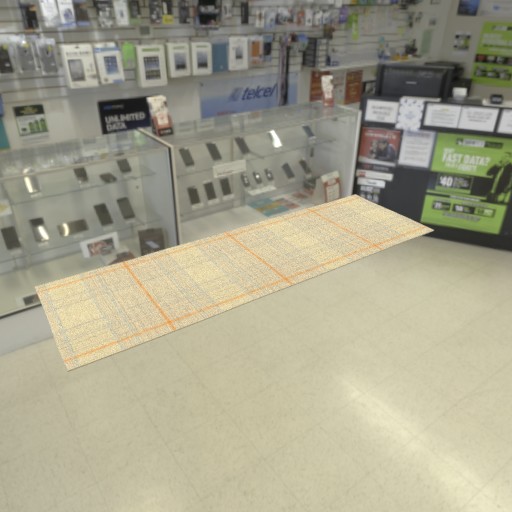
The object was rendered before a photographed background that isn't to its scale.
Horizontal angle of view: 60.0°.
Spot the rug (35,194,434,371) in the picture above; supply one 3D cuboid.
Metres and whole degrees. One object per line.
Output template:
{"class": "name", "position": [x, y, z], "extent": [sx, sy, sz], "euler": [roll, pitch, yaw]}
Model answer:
{"class": "rug", "position": [0.000, 0.000, 2.762], "extent": [2.442, 0.016, 0.770], "euler": [-18, 35, -28]}
